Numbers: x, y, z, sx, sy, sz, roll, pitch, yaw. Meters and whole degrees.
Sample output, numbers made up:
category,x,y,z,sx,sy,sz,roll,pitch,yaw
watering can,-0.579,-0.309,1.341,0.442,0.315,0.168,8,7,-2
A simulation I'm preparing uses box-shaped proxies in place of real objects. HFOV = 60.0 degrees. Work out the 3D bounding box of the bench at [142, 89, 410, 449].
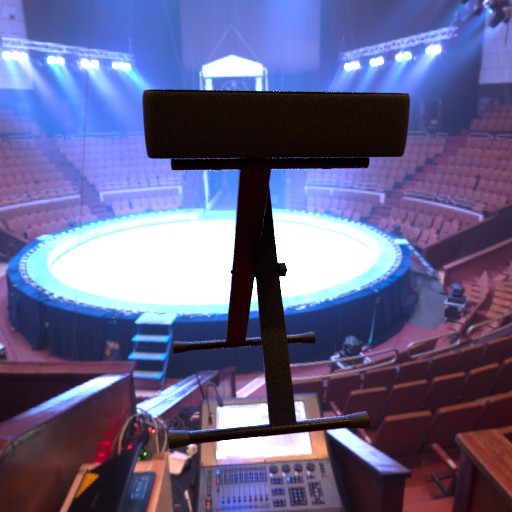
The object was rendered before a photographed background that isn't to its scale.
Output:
category,x,y,z,sx,sy,sz,roll,pitch,yaw
bench,0.000,0.000,0.767,0.321,0.500,0.424,-2,16,-9
